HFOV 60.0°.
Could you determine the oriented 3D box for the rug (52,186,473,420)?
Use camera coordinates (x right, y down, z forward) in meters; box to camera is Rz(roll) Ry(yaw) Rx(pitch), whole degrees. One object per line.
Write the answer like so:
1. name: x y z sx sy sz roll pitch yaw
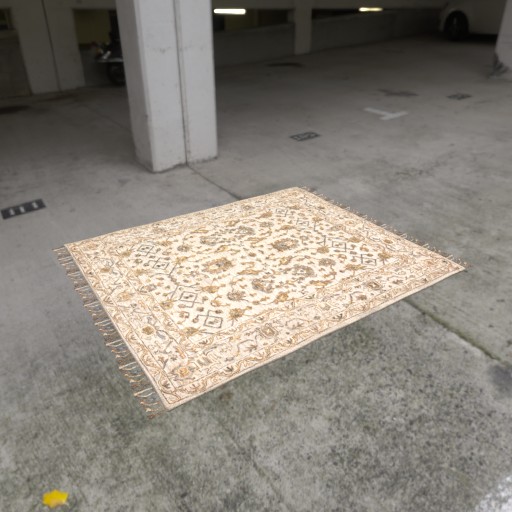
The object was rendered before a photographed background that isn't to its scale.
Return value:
1. rug: 0.000 0.000 4.077 3.061 0.034 2.426 -18 34 -29
